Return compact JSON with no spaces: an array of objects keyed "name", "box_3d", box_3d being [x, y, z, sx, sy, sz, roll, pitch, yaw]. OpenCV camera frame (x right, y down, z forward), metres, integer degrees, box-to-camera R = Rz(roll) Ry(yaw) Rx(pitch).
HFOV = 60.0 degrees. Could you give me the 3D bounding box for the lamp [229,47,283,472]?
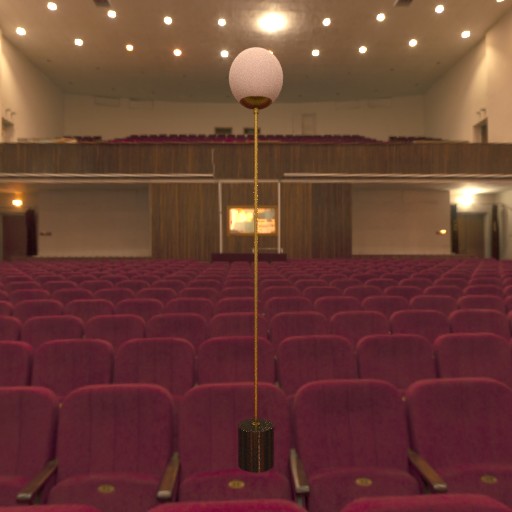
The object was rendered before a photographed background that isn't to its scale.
[{"name":"lamp","box_3d":[0.000,0.000,1.872,0.229,1.748,0.229,0,-1,-2]}]
